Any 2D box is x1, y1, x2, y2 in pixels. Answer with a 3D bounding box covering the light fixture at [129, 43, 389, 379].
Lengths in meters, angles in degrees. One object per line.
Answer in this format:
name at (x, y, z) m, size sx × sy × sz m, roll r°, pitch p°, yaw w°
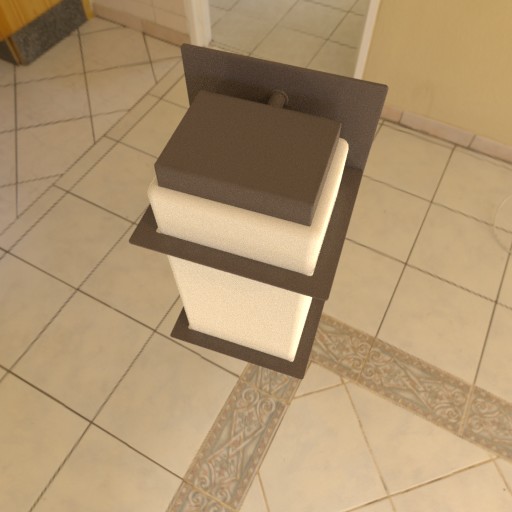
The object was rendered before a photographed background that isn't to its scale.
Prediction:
light fixture at (0.000, 0.000, 0.433) m, size 0.153 × 0.347 × 0.146 m, roll 16°, pitch 60°, yaw 10°
